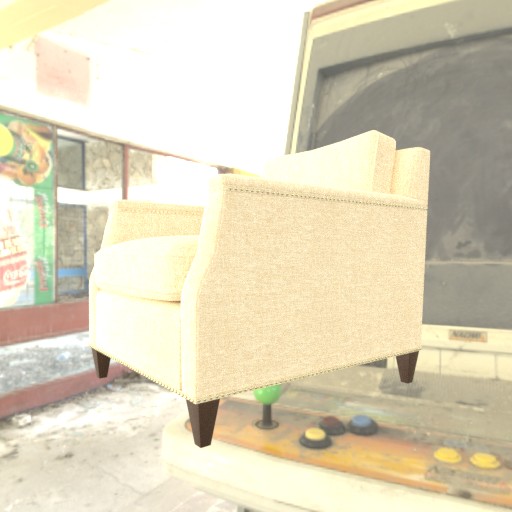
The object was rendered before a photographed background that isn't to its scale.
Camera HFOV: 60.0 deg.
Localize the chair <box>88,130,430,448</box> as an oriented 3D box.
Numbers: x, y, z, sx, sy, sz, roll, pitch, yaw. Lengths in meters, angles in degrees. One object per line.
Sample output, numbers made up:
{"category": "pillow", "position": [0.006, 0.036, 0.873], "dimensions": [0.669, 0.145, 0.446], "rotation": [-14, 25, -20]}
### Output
{"category": "chair", "position": [0.000, 0.000, 1.700], "dimensions": [1.041, 0.940, 0.838], "rotation": [0, 1, -38]}
